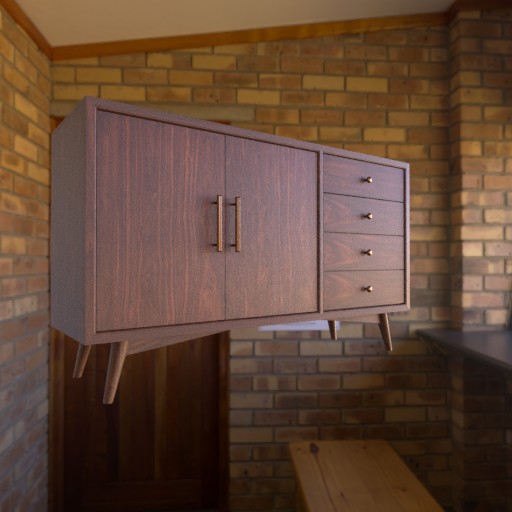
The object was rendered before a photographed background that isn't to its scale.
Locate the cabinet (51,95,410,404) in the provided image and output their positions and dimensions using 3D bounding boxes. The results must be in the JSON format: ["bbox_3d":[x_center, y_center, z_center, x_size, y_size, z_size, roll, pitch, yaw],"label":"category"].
[{"bbox_3d":[0.000,0.000,1.956,1.575,0.940,0.505,0,-1,-36],"label":"cabinet"}]
